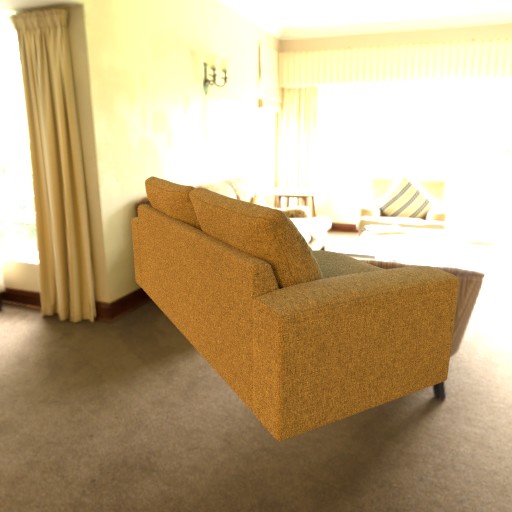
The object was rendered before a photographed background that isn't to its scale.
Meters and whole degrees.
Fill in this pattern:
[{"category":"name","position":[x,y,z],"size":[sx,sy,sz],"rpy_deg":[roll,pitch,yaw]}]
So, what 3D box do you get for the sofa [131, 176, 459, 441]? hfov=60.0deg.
[{"category":"sofa","position":[0.000,0.000,2.837],"size":[1.040,0.922,2.299],"rpy_deg":[-8,17,-27]}]
